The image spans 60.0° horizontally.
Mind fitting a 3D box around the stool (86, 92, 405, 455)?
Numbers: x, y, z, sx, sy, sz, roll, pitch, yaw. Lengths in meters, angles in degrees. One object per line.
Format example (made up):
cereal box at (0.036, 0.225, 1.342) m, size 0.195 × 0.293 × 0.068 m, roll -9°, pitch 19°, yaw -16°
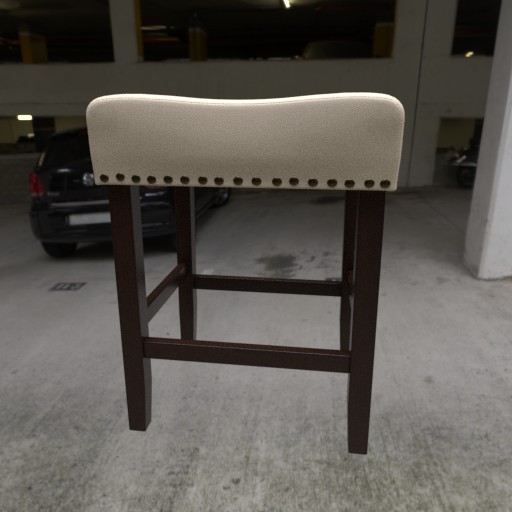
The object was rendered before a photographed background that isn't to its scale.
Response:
stool at (0.000, 0.000, 0.904) m, size 0.471 × 0.609 × 0.401 m, roll 2°, pitch 18°, yaw 8°
